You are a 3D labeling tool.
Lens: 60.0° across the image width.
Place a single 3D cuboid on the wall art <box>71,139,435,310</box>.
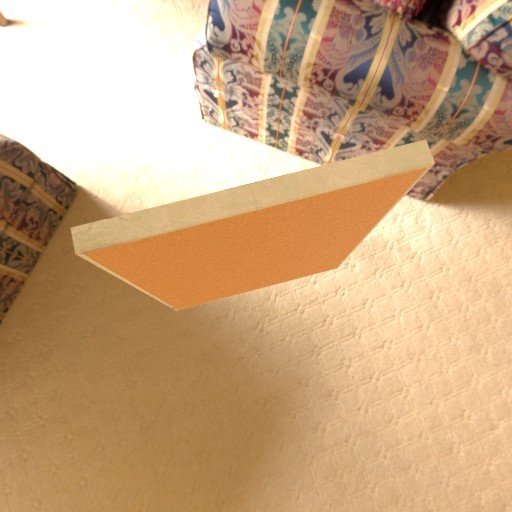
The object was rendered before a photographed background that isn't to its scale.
[{"bbox_3d":[0.000,0.000,0.981,0.508,0.764,0.038,-14,78,-3],"label":"wall art"}]
